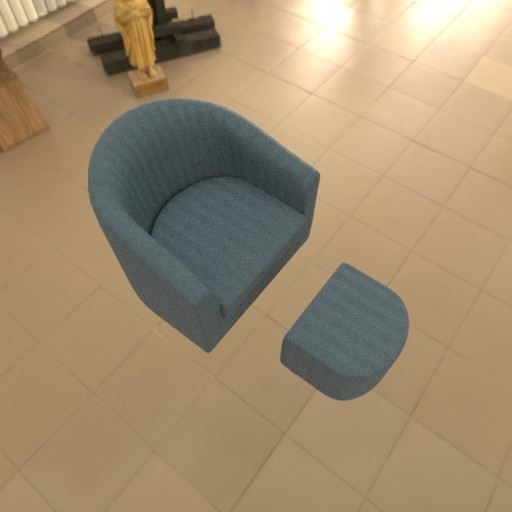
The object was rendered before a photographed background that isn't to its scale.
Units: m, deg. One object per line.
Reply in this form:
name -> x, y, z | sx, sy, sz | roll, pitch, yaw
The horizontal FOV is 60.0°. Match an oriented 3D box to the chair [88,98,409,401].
chair -> 0.000, 0.000, 1.755 | 1.288, 0.757, 0.756 | 32, 62, 20
